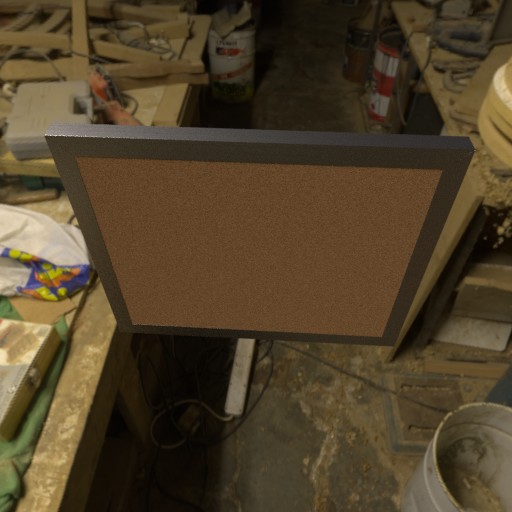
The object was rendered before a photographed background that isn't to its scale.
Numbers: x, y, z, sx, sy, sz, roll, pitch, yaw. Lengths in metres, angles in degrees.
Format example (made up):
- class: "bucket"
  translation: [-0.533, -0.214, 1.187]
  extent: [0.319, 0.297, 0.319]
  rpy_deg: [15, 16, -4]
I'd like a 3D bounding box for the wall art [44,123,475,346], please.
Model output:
- class: "wall art"
  translation: [0.000, 0.000, 0.746]
  extent: [0.557, 0.456, 0.032]
  rpy_deg: [3, 46, 2]
